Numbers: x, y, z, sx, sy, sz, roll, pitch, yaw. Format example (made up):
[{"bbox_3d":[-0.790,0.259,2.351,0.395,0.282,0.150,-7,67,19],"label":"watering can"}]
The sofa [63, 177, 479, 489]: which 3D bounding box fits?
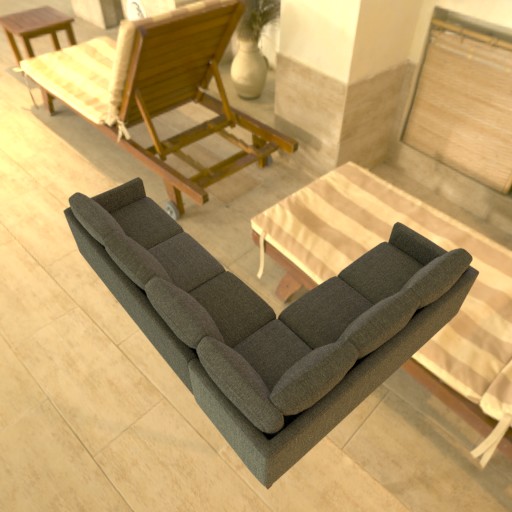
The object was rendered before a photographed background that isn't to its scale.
[{"bbox_3d":[0.000,0.000,4.468,2.593,0.947,3.302,-31,54,-26],"label":"sofa"}]
